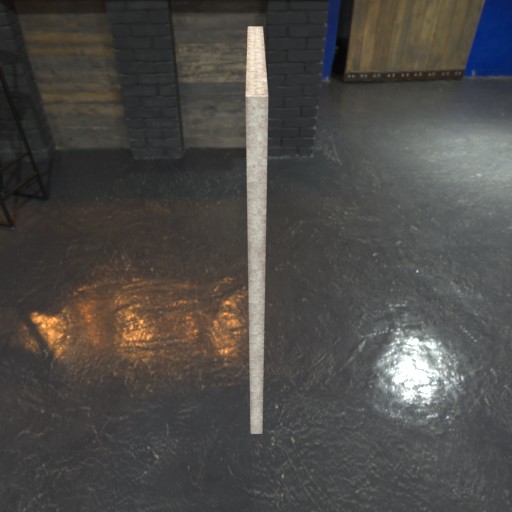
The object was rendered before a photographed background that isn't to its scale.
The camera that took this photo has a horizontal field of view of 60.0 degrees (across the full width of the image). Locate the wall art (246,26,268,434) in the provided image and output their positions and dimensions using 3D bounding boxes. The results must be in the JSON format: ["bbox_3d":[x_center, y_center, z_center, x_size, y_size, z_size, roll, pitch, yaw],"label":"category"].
[{"bbox_3d":[0.000,0.000,1.702,0.051,1.461,0.648,0,40,0],"label":"wall art"}]
